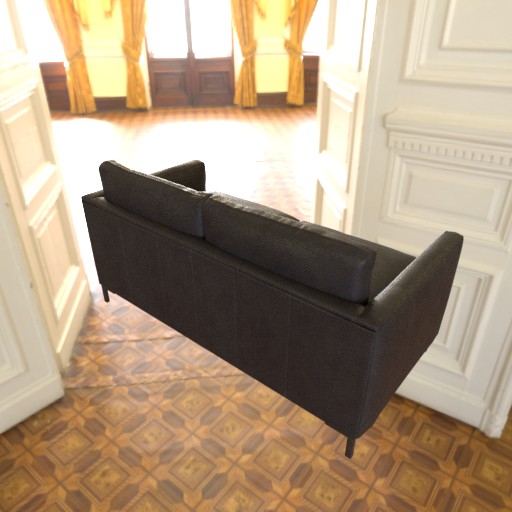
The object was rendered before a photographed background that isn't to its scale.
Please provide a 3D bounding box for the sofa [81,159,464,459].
[{"bbox_3d":[0.000,0.000,2.315,1.805,0.883,0.947,21,36,32],"label":"sofa"}]
